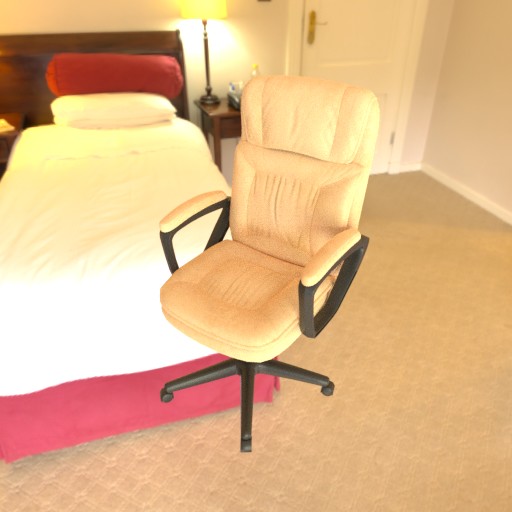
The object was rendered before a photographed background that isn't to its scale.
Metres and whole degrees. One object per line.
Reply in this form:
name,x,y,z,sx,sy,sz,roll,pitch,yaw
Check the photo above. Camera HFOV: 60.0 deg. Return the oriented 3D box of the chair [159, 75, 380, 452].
chair,0.000,0.000,1.569,0.667,1.105,0.724,20,37,29
